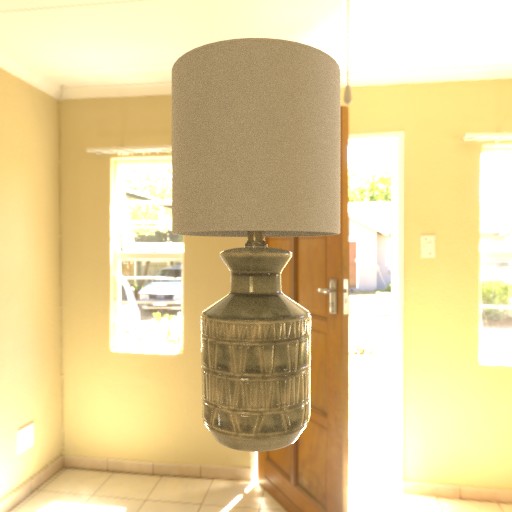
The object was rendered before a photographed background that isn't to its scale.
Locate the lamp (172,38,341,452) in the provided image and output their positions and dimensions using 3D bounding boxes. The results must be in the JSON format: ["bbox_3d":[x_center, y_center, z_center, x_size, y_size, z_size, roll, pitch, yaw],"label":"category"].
[{"bbox_3d":[0.000,0.000,0.566,0.211,0.455,0.211,0,1,-1],"label":"lamp"}]
